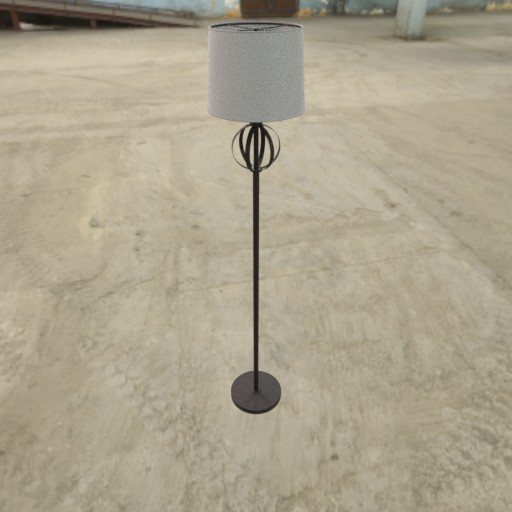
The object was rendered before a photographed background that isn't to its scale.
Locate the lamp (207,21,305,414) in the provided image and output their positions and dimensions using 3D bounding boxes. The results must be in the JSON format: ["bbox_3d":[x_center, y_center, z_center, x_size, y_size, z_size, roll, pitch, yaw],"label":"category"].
[{"bbox_3d":[0.000,0.000,1.580,0.286,1.462,0.286,10,34,15],"label":"lamp"}]
